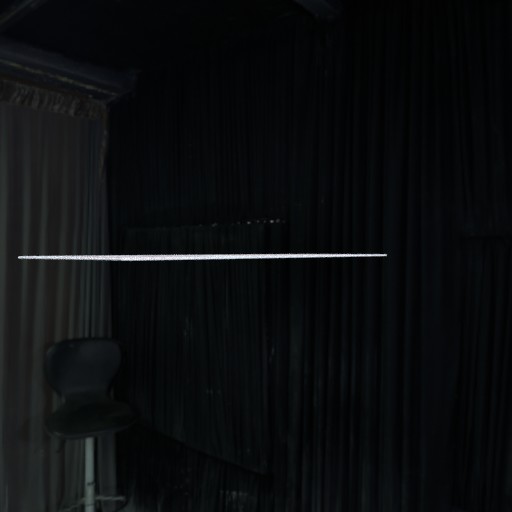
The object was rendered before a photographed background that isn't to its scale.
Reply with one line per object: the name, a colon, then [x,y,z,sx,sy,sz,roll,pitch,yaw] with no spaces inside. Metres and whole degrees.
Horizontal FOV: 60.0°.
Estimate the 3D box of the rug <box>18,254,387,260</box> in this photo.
rug: [0.000,0.000,2.483,0.666,0.011,2.294,0,1,37]
